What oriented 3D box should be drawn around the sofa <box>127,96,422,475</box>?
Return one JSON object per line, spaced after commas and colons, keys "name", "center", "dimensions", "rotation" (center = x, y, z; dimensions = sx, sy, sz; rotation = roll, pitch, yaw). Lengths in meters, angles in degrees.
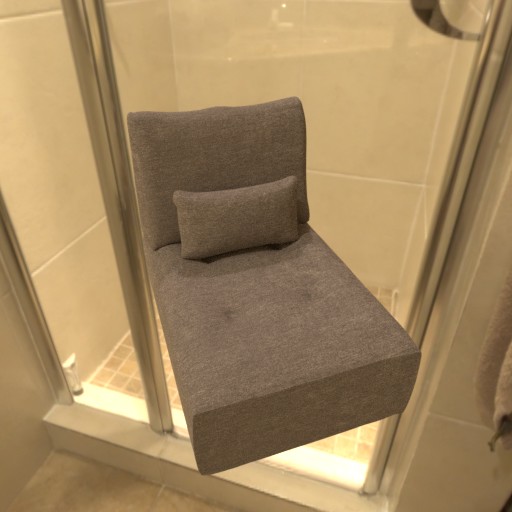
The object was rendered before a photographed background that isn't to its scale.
{"name": "sofa", "center": [0.000, 0.000, 1.540], "dimensions": [0.700, 0.820, 1.000], "rotation": [-11, 35, -16]}
